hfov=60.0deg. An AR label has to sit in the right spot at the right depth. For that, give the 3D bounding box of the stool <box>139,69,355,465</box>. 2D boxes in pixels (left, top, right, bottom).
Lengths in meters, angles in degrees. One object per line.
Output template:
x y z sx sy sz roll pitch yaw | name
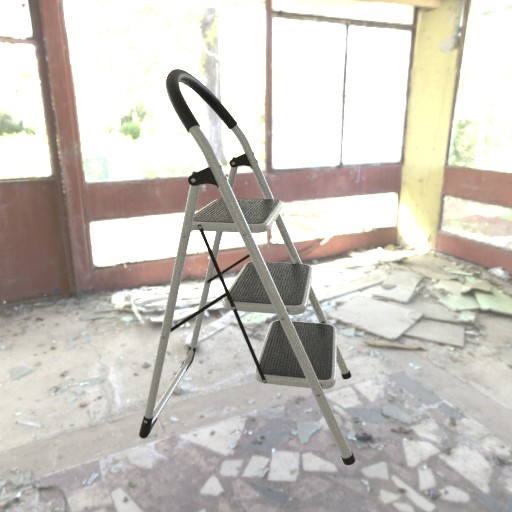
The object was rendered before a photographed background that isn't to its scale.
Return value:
0.000 0.000 1.413 0.676 1.109 0.485 3 18 10 | stool
